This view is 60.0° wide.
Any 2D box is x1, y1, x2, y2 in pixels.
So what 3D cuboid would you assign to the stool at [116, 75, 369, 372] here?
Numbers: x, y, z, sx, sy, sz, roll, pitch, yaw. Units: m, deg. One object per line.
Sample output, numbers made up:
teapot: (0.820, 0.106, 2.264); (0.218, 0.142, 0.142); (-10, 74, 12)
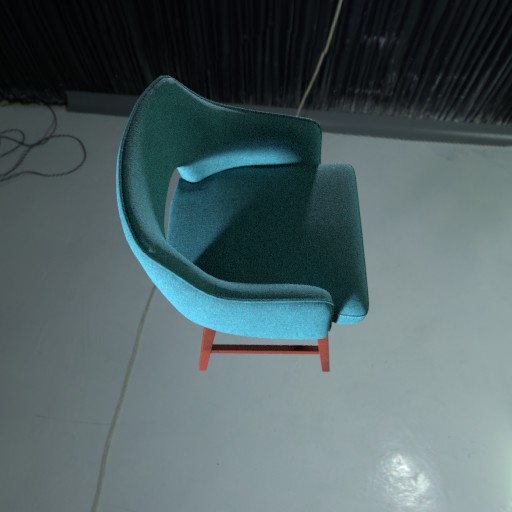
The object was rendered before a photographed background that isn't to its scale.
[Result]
stool: (0.000, 0.000, 1.292); (0.556, 0.961, 0.548); (1, 64, 0)
